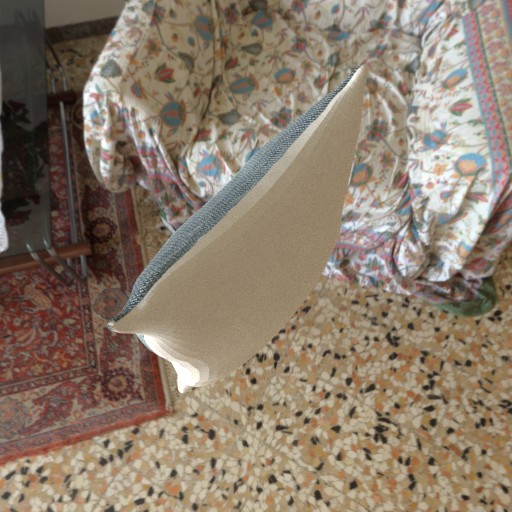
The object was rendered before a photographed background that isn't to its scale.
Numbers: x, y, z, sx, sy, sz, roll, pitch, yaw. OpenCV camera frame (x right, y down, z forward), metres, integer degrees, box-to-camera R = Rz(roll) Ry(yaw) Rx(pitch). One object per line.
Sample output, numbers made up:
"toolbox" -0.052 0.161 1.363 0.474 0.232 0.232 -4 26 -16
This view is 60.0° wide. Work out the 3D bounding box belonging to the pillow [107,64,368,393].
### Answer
"pillow" 0.000 0.000 0.675 0.182 0.441 0.440 37 71 15
